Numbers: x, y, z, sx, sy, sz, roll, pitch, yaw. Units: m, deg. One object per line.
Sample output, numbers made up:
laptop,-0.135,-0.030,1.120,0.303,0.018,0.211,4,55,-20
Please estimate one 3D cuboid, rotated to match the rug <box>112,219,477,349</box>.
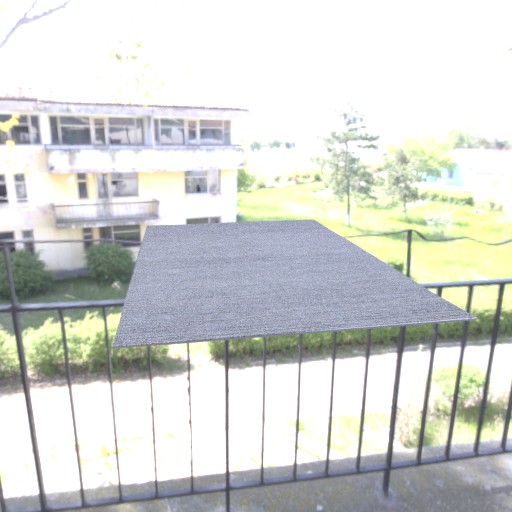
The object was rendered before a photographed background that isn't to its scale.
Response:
rug,0.000,0.000,2.201,1.159,0.021,1.789,-3,16,-10
